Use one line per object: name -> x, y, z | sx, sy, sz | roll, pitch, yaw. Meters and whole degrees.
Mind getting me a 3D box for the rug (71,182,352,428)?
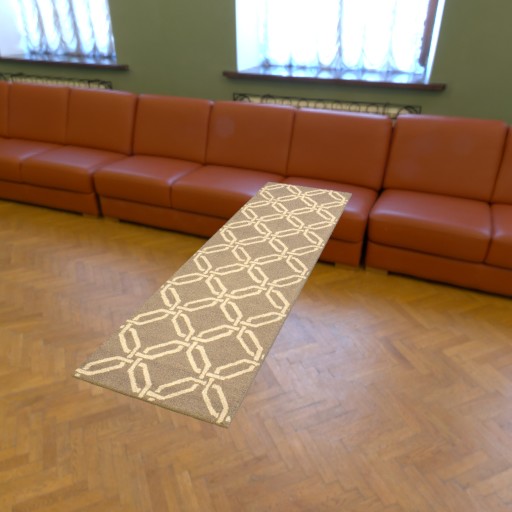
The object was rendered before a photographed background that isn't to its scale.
rug -> 0.000, 0.000, 2.550 | 0.678, 0.014, 2.276 | 11, 32, 18
